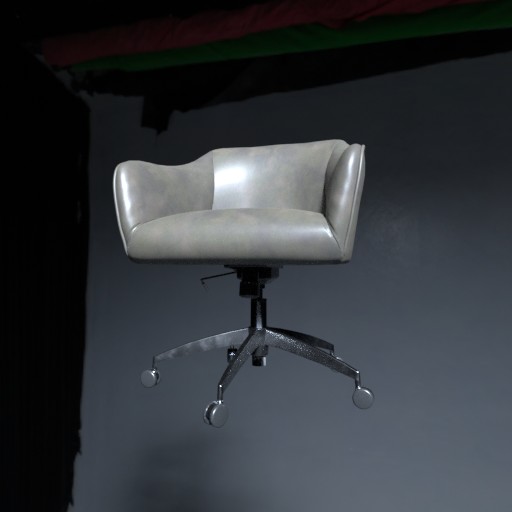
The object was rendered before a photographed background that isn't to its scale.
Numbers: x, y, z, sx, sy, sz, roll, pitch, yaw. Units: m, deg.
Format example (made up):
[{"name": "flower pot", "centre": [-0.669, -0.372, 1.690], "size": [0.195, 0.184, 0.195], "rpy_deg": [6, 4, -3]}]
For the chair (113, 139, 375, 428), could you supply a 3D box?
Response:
[{"name": "chair", "centre": [0.000, 0.000, 1.373], "size": [0.713, 0.827, 0.689], "rpy_deg": [0, 0, 17]}]
